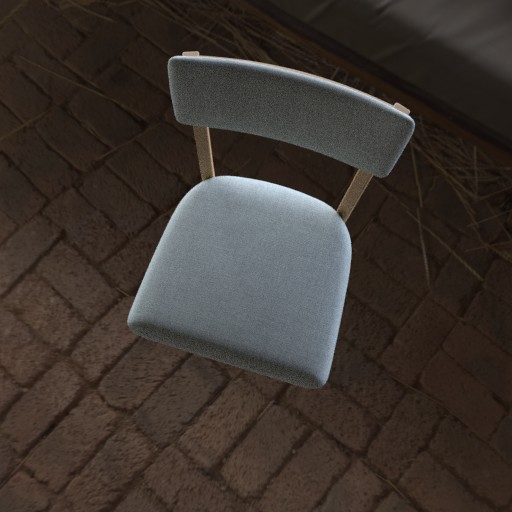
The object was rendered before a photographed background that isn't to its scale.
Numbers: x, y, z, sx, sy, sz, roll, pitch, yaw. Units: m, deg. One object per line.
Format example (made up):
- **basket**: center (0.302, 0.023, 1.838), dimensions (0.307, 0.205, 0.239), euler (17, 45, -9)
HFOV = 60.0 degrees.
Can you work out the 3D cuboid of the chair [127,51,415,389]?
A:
- **chair**: center (0.000, 0.000, 1.170), dimensions (0.508, 0.832, 0.572), euler (16, 76, 4)
